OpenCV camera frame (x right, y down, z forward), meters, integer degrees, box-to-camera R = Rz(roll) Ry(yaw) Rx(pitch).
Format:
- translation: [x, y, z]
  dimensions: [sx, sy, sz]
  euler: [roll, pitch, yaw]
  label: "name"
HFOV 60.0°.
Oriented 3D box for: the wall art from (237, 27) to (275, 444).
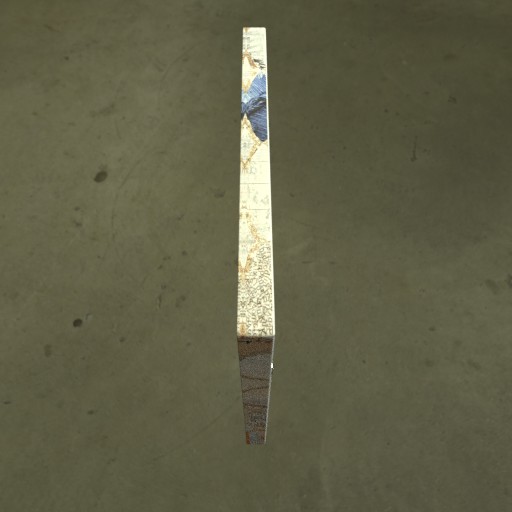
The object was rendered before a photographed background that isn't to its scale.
- translation: [0.000, 0.000, 0.751]
  dimensions: [0.038, 0.508, 0.507]
  euler: [0, 57, 0]
  label: "wall art"
